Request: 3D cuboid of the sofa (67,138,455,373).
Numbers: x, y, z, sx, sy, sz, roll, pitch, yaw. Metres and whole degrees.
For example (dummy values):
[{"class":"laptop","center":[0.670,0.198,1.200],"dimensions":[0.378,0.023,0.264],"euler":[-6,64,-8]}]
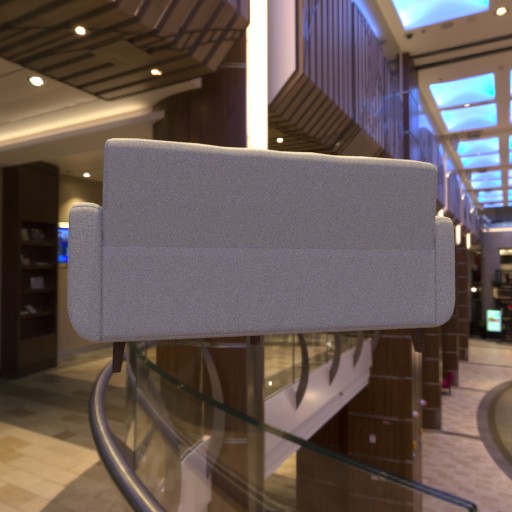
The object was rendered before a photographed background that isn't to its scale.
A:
[{"class":"sofa","center":[0.000,0.000,2.218],"dimensions":[1.655,0.892,0.980],"euler":[0,-1,-17]}]
